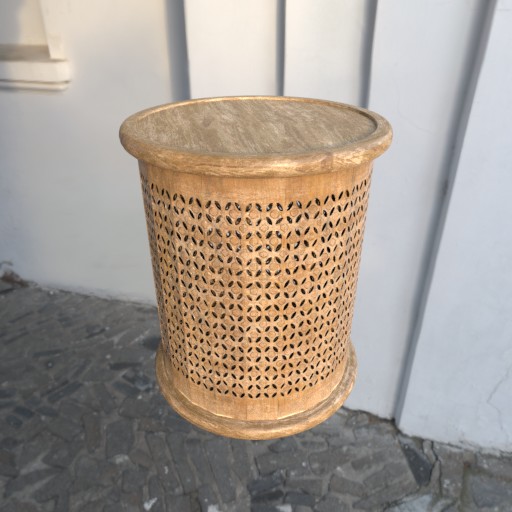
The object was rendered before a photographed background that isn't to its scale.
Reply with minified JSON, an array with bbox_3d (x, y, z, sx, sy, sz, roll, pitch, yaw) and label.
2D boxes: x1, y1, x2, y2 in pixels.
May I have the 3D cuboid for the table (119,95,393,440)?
[{"bbox_3d":[0.000,0.000,0.795,0.407,0.482,0.407,0,30,0],"label":"table"}]
